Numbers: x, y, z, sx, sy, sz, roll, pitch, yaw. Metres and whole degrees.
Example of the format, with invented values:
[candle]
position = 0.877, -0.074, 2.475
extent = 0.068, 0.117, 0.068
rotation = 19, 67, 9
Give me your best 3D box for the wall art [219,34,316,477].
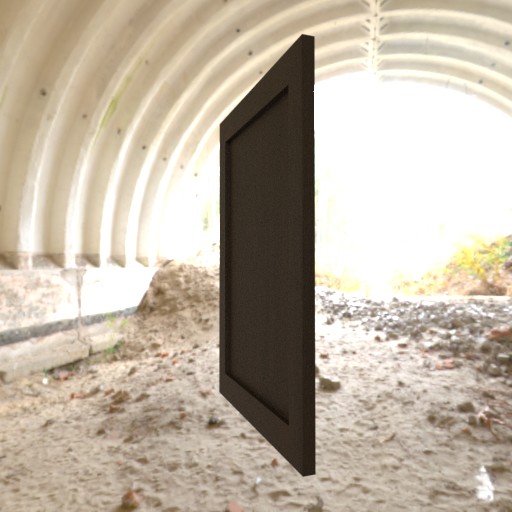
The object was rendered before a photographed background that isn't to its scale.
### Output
[wall art]
position = 0.000, 0.000, 0.684
extent = 0.017, 0.513, 0.359
rotation = 0, -1, -20
